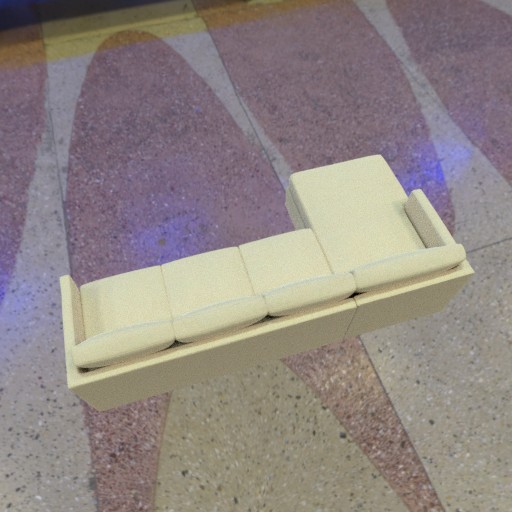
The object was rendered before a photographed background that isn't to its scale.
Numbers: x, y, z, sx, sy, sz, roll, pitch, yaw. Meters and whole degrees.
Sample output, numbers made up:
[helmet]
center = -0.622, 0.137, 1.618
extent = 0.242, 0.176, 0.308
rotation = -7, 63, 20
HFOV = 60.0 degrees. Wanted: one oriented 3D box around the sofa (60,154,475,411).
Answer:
[sofa]
center = 0.000, 0.000, 3.919
extent = 3.205, 0.922, 1.650
rotation = -14, 59, -9
